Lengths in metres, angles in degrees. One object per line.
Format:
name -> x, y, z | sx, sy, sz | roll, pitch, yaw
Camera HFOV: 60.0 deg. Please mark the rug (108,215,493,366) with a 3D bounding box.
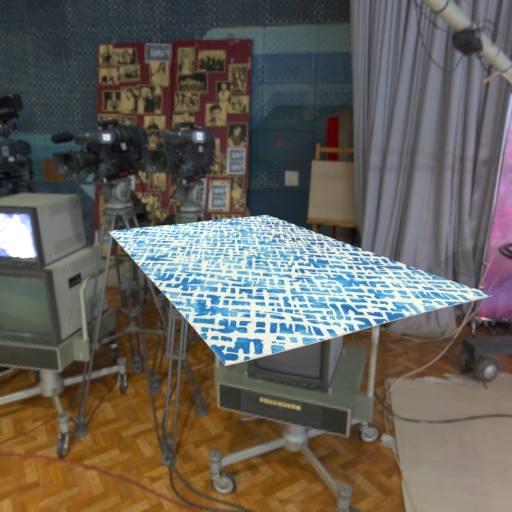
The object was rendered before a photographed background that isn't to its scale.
rug -> 0.000, 0.000, 3.001 | 1.520, 0.011, 2.447 | -8, 18, -26
